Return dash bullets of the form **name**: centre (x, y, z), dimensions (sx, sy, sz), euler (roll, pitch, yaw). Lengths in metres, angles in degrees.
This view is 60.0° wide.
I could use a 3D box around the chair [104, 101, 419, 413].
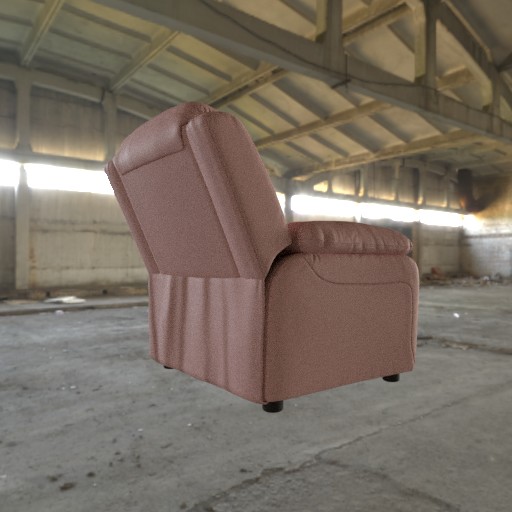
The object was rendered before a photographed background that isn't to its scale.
- **chair**: centre (0.000, 0.000, 1.289), dimensions (0.709, 0.702, 0.680), euler (1, -1, -38)
